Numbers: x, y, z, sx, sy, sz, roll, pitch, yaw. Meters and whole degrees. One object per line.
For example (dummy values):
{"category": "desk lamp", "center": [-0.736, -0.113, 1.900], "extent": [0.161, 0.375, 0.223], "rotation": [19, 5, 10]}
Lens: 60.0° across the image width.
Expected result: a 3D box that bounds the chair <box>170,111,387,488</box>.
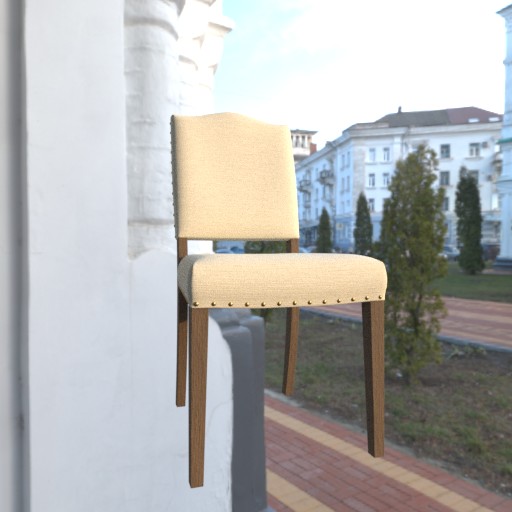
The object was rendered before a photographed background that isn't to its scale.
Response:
{"category": "chair", "center": [0.000, 0.000, 1.329], "extent": [0.508, 1.015, 0.619], "rotation": [0, 1, -18]}
